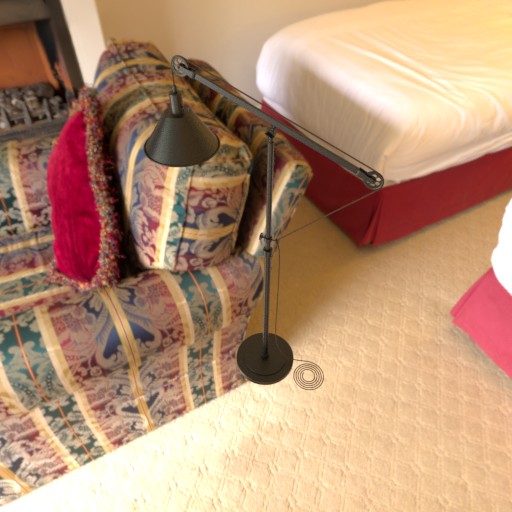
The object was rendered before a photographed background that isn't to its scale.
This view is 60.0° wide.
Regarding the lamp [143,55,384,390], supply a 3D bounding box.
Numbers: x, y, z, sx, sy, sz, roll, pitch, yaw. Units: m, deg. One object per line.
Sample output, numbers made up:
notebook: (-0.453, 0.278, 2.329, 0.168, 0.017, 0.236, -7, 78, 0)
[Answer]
lamp: (0.000, 0.000, 1.934, 0.904, 1.626, 0.319, 18, 49, 17)
